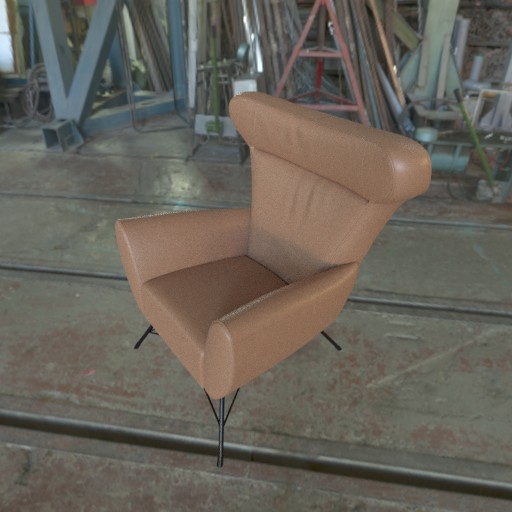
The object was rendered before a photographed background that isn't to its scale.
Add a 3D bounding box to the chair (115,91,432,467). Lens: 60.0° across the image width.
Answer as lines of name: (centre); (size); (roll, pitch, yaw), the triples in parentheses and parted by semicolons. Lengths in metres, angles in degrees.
chair: (0.000, 0.000, 1.775); (0.900, 1.050, 0.980); (-22, 39, -30)
